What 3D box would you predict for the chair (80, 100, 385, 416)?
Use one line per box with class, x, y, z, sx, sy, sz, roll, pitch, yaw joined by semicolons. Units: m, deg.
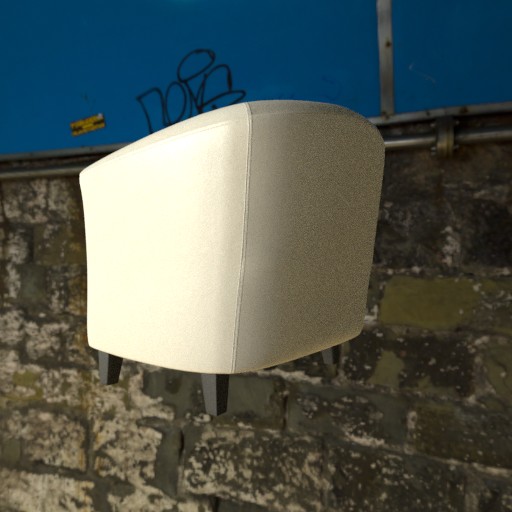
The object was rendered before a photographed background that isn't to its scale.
chair;0.000;0.000;1.378;0.727;0.756;0.792;0;0;36
